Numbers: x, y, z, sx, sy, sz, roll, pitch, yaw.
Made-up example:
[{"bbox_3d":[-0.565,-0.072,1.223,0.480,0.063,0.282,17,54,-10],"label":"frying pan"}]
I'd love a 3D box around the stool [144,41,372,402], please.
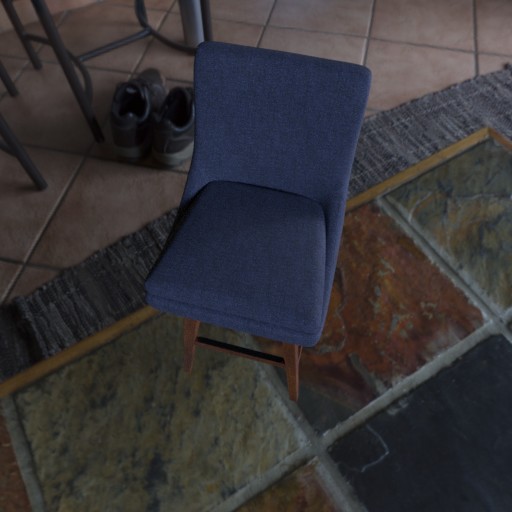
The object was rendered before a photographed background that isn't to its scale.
[{"bbox_3d":[0.000,0.000,1.397,0.489,1.068,0.572,13,59,8],"label":"stool"}]
